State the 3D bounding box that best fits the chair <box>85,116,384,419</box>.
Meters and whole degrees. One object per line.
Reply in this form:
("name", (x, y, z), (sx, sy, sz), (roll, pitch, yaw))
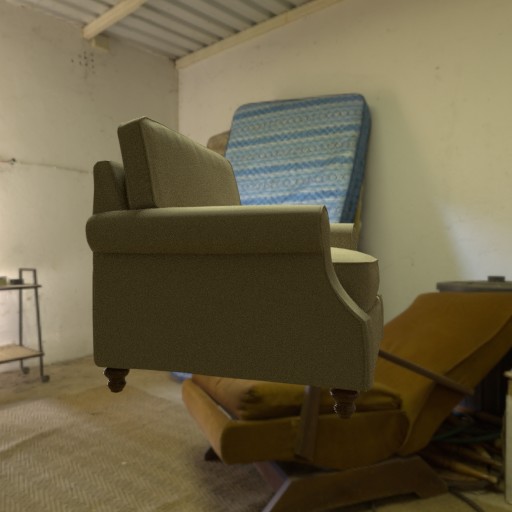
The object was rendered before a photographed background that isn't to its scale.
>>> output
("chair", (0.000, 0.000, 1.791), (0.966, 0.967, 1.029), (0, 0, 18))
